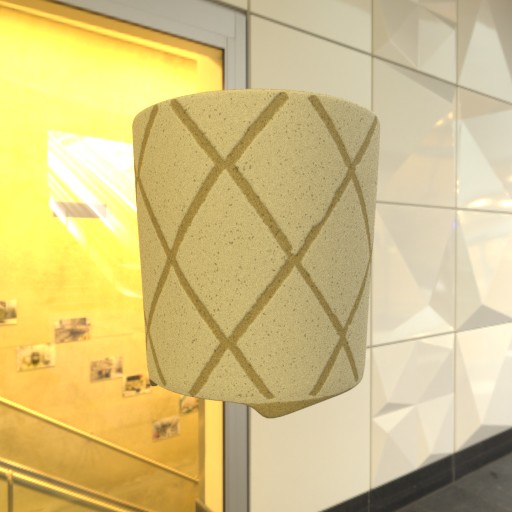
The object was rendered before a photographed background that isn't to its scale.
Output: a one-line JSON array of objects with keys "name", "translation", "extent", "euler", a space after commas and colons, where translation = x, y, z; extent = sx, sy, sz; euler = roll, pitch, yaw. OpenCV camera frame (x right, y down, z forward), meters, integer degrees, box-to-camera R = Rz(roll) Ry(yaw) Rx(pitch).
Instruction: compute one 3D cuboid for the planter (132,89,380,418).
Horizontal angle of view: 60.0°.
[{"name": "planter", "translation": [0.000, 0.000, 0.355], "extent": [0.191, 0.199, 0.191], "euler": [0, 1, 0]}]
